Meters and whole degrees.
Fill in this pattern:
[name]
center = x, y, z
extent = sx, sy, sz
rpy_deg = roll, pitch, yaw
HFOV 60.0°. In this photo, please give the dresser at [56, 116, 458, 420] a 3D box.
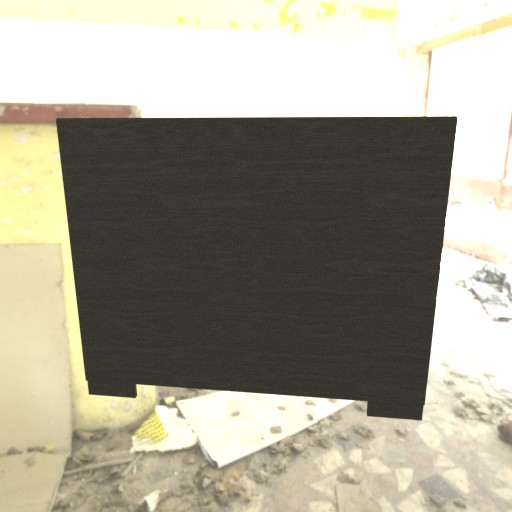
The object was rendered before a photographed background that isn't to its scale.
[dresser]
center = 0.000, 0.000, 1.387
extent = 0.994, 0.816, 0.404
rpy_deg = 2, 15, 7
